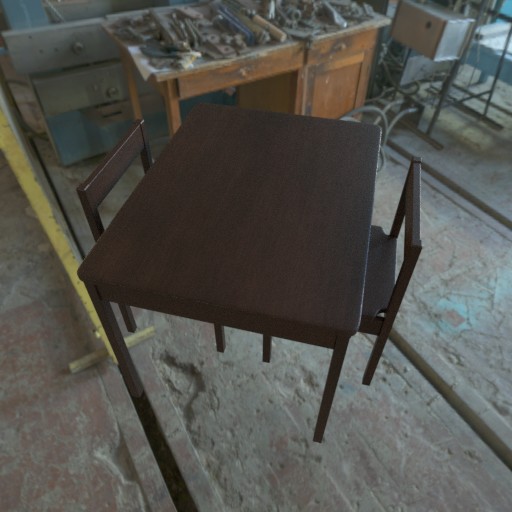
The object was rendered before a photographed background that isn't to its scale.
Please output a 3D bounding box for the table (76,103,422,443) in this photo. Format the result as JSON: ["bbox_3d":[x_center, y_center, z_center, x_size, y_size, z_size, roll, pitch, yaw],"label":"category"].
[{"bbox_3d":[0.000,0.000,1.102,0.672,0.503,0.650,10,47,10],"label":"table"}]
